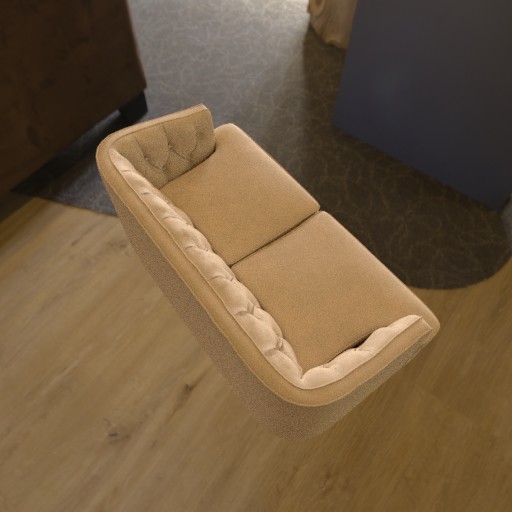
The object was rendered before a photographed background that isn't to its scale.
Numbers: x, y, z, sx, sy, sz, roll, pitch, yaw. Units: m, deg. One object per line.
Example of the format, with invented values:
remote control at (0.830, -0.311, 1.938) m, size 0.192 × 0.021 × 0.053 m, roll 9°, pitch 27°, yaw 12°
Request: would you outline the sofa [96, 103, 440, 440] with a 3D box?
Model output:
sofa at (0.000, 0.000, 2.320) m, size 0.940 × 0.878 × 1.731 m, roll -33°, pitch 64°, yaw -18°
